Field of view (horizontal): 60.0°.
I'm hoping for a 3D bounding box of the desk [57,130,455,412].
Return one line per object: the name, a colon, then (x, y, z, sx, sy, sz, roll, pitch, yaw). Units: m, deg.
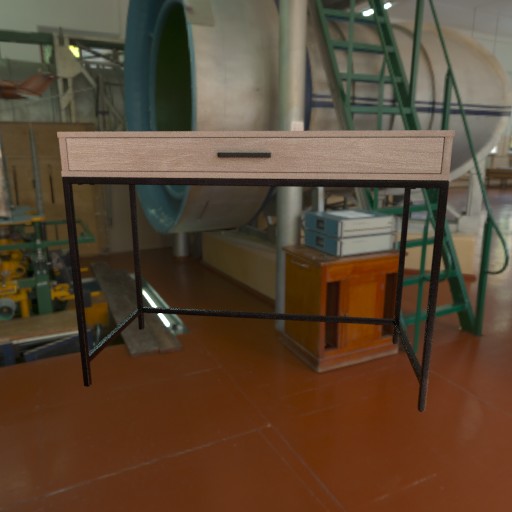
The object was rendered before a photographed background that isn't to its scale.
desk: (0.000, 0.000, 1.427, 1.016, 0.762, 0.470, 2, 14, 7)
